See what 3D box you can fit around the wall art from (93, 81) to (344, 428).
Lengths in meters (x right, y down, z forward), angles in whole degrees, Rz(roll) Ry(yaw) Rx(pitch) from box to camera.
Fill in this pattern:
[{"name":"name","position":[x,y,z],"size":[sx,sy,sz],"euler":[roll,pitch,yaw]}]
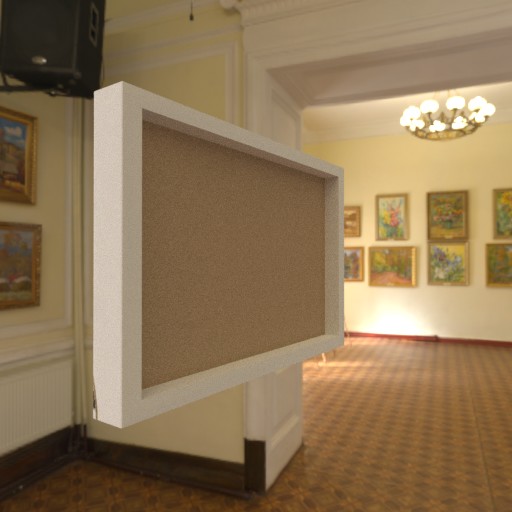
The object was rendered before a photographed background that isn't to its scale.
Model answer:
[{"name":"wall art","position":[0.000,0.000,0.490],"size":[0.039,0.254,0.384],"euler":[0,-1,36]}]
